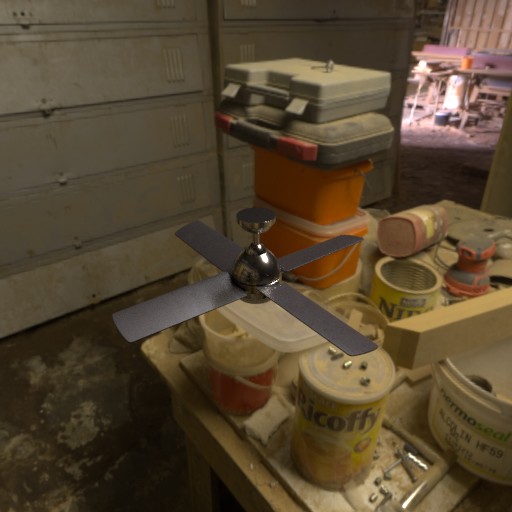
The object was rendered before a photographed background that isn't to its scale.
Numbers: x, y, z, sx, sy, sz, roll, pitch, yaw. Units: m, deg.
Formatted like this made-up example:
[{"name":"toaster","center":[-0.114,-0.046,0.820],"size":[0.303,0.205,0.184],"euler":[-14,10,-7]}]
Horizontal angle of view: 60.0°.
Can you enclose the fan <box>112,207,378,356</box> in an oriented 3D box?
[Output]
[{"name":"fan","center":[0.000,0.000,2.005],"size":[1.332,0.403,1.332],"euler":[-20,35,-32]}]
